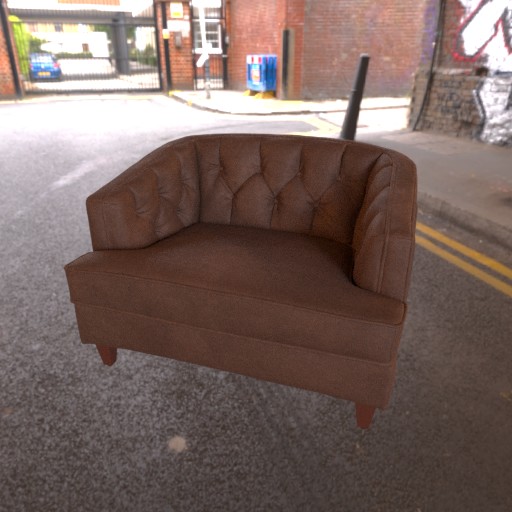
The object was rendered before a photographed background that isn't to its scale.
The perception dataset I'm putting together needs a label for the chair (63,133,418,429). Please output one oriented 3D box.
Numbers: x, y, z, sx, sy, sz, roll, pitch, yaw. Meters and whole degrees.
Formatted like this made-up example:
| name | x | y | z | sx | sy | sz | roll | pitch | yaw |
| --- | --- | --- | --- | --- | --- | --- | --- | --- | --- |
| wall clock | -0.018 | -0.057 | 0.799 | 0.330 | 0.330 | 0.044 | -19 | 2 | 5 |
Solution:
| name | x | y | z | sx | sy | sz | roll | pitch | yaw |
| --- | --- | --- | --- | --- | --- | --- | --- | --- | --- |
| chair | 0.000 | 0.000 | 1.700 | 1.118 | 0.787 | 0.914 | 8 | 25 | 17 |
